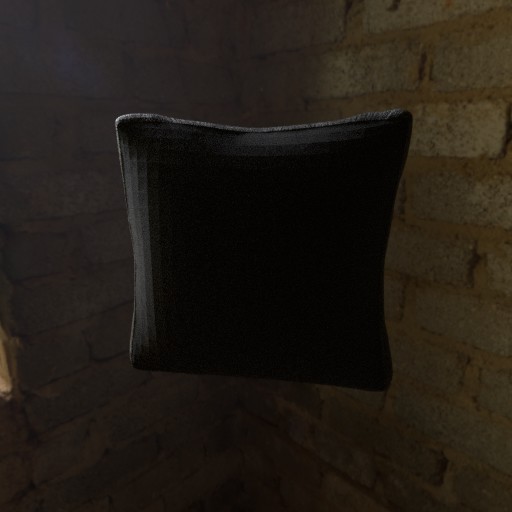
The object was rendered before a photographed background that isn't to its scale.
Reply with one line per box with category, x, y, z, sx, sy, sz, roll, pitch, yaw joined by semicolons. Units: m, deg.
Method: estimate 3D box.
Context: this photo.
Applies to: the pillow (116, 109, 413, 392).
pillow;0.000;0.000;0.835;0.533;0.523;0.210;2;16;8
